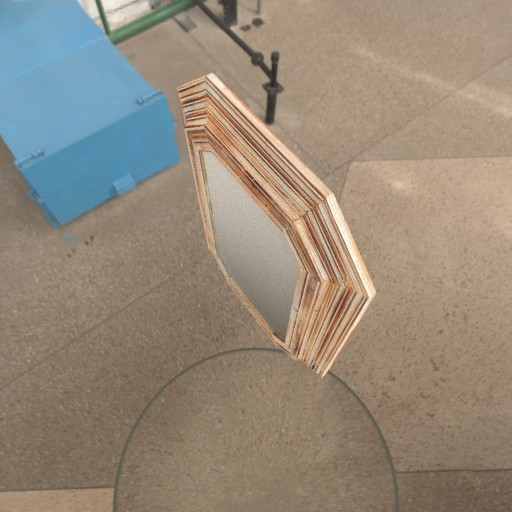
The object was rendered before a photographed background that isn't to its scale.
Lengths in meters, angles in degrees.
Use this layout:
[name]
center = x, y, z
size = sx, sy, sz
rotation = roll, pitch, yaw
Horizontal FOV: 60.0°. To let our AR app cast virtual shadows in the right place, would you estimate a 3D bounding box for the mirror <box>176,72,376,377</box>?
[mirror]
center = 0.000, 0.000, 1.306
size = 0.061, 1.015, 0.709
rotation = -33, 67, -16
